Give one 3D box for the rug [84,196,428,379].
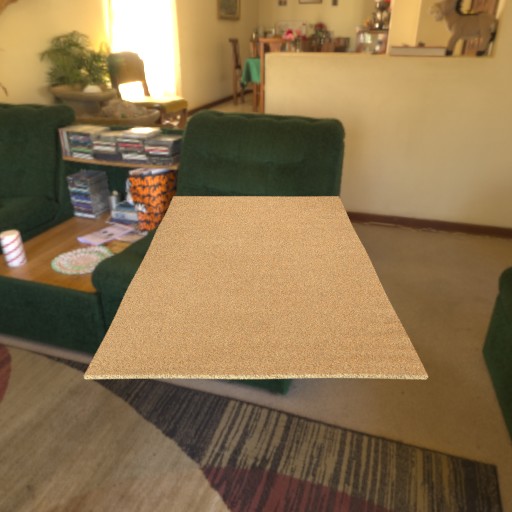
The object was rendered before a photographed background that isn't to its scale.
[{"bbox_3d":[0.000,0.000,2.978,1.500,0.025,2.346,0,27,0],"label":"rug"}]
